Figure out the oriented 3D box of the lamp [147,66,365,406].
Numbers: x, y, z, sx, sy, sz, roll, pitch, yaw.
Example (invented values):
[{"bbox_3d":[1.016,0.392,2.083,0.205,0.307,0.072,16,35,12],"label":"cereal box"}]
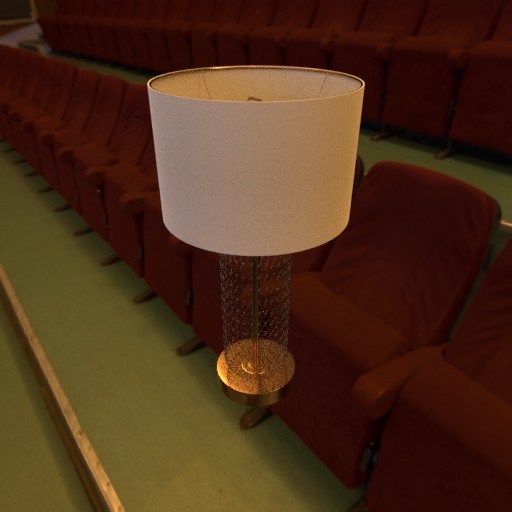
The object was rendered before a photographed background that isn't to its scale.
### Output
[{"bbox_3d":[0.000,0.000,0.647,0.252,0.483,0.252,-21,37,-32],"label":"lamp"}]
